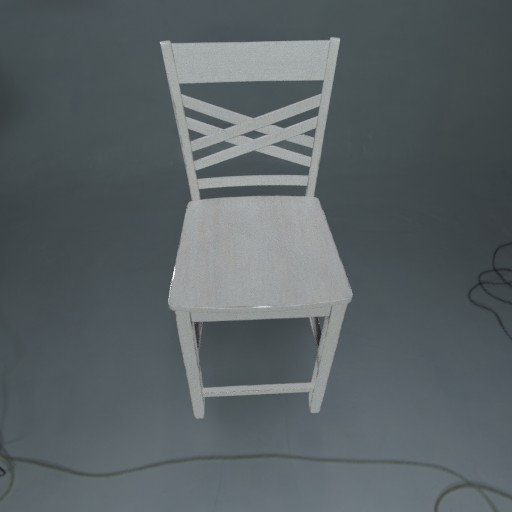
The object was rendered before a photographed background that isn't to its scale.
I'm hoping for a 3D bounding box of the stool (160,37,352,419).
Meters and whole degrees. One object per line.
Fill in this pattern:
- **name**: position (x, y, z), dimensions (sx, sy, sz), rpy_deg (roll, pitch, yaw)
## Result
- **stool**: position (0.000, 0.000, 1.345), dimensions (0.462, 1.079, 0.539), rpy_deg (-2, 46, -2)
